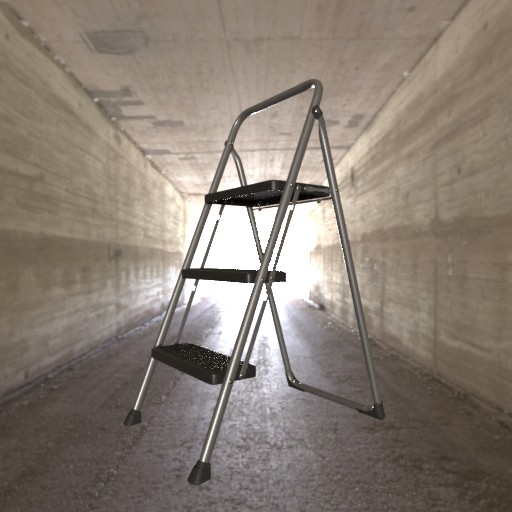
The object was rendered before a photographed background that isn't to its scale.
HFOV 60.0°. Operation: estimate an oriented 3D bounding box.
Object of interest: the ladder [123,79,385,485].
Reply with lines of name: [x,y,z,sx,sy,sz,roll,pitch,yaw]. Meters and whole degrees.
ladder: [0.000,0.000,1.264,0.629,0.945,0.430,0,0,-36]
